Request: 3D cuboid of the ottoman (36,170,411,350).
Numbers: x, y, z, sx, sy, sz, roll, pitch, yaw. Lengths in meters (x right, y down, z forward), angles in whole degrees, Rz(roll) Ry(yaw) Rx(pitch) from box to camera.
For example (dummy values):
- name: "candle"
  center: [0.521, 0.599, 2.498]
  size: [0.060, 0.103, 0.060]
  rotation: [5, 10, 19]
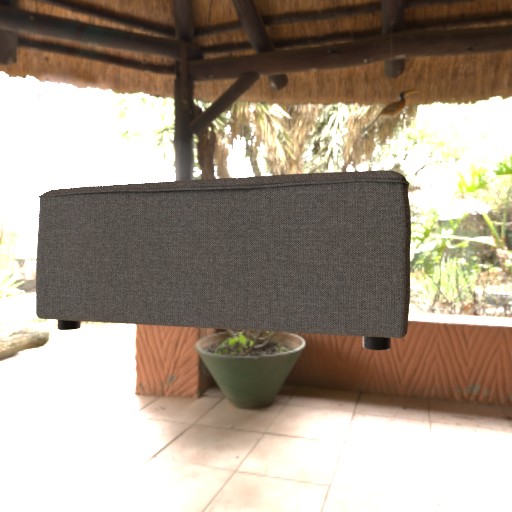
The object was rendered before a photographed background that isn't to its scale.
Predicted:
- name: "ottoman"
  center: [0.000, 0.000, 1.568]
  size: [1.023, 0.423, 1.017]
  rotation: [0, 0, 18]
